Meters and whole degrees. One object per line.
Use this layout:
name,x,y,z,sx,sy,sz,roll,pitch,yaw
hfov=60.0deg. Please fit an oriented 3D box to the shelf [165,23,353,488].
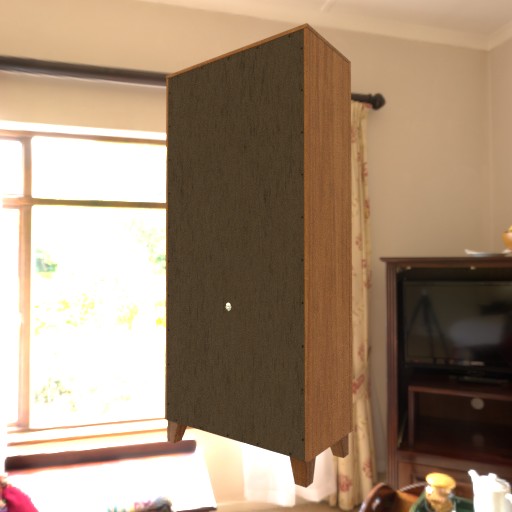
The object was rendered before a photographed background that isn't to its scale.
shelf,0.000,0.000,2.270,0.864,1.930,0.453,-1,-2,36
